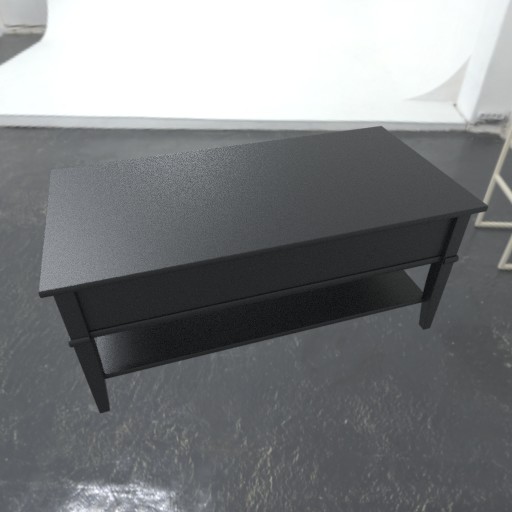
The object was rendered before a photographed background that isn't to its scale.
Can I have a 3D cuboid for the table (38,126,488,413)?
[{"bbox_3d":[0.000,0.000,1.317,1.044,0.470,0.523,-11,40,-13],"label":"table"}]
